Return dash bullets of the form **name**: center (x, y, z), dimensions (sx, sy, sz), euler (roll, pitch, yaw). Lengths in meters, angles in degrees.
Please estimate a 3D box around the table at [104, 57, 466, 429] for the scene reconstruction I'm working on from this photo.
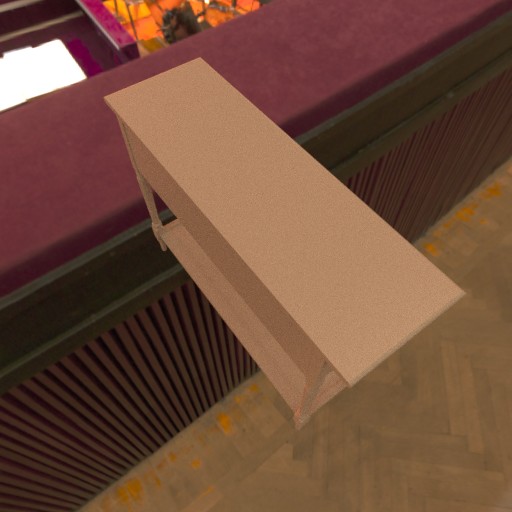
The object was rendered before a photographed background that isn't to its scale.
- **table**: center (0.000, 0.000, 1.605), dimensions (0.384, 0.808, 1.197), euler (-32, 62, -19)
